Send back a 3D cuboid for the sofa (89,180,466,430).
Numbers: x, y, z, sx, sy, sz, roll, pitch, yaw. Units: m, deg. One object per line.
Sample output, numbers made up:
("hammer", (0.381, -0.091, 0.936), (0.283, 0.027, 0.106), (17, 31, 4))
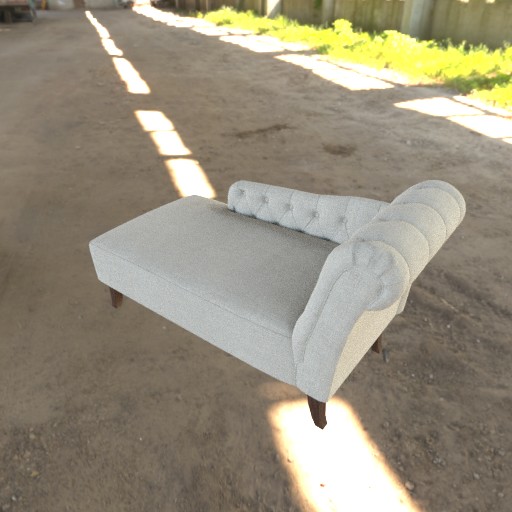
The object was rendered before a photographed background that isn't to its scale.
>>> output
("sofa", (0.000, 0.000, 1.823), (1.379, 0.787, 0.675), (22, 38, 31))
